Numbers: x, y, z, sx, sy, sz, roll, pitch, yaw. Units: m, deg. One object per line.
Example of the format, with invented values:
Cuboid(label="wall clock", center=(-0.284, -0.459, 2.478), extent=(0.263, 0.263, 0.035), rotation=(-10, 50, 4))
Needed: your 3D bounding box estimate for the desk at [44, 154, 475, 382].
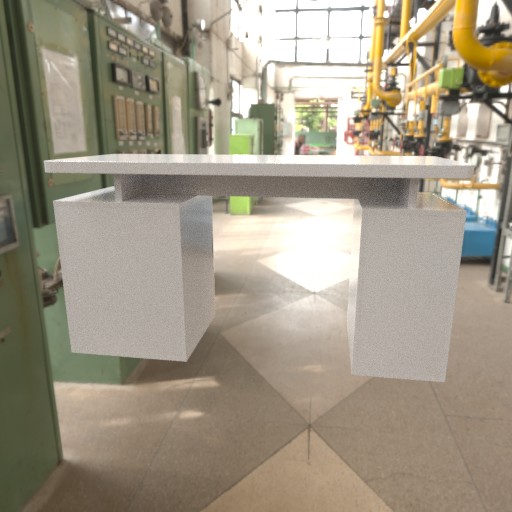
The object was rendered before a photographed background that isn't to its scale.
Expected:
Cuboid(label="desk", center=(0.000, 0.000, 1.767), extent=(1.400, 0.762, 0.550), rotation=(2, 16, 9))
